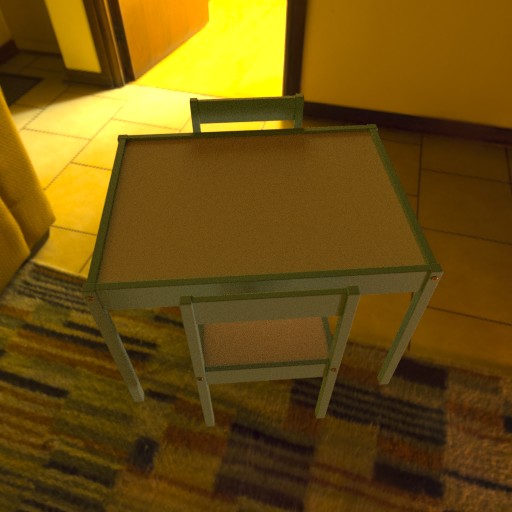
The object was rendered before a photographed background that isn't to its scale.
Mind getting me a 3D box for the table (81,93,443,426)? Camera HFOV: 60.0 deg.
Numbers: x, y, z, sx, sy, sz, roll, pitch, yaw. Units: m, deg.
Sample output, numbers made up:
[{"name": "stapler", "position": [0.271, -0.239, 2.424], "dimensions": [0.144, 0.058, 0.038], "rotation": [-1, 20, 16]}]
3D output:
[{"name": "table", "position": [0.000, 0.000, 1.088], "dimensions": [0.639, 0.503, 0.633], "rotation": [-3, 48, -3]}]
